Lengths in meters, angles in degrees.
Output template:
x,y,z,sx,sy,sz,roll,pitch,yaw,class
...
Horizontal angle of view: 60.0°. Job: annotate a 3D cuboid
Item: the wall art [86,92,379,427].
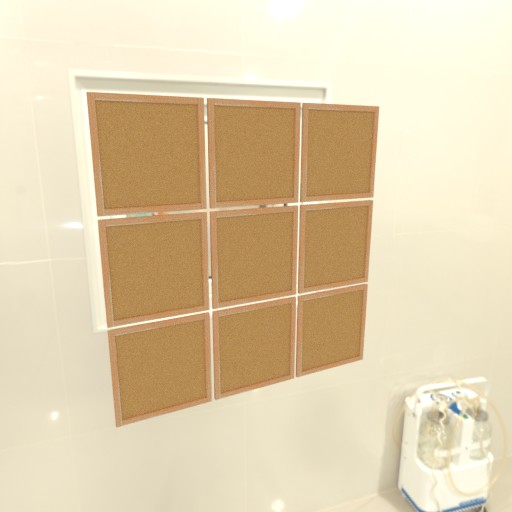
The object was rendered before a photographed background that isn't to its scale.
x,y,z,sx,sy,sz,roll,pitch,yaw,class
0.000,0.000,1.832,1.216,1.220,0.013,-7,16,-26,wall art
